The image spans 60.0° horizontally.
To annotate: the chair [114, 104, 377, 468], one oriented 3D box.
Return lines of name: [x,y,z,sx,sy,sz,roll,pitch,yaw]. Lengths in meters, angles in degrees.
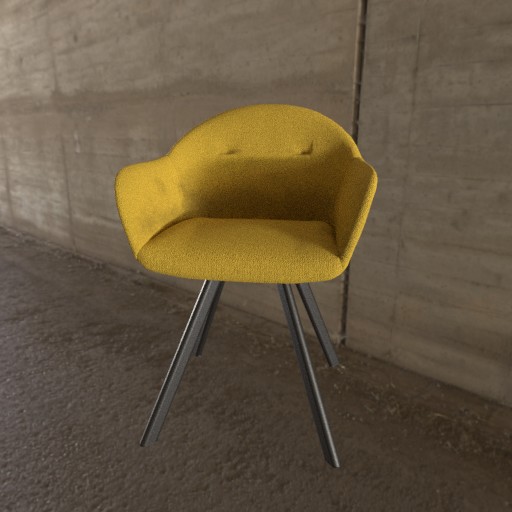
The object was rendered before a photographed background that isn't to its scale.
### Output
chair: [0.000,0.000,1.150,0.545,0.775,0.565,2,16,9]
